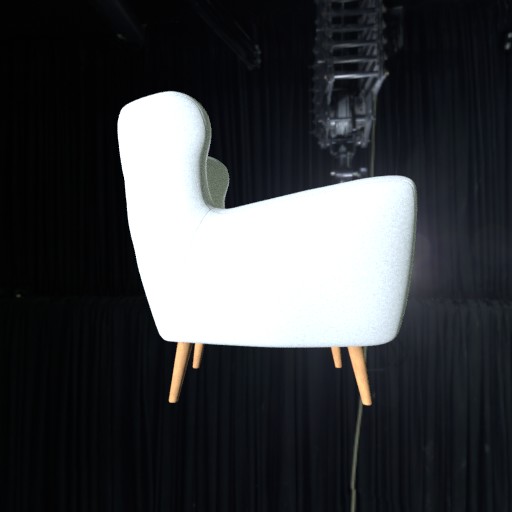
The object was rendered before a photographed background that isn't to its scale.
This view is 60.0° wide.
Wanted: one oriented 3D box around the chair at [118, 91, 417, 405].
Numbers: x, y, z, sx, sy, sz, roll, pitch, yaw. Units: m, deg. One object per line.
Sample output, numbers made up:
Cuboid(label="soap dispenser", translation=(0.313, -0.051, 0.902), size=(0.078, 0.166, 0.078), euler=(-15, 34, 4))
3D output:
Cuboid(label="chair", translation=(0.000, 0.000, 1.572), size=(0.889, 0.889, 0.890), euler=(0, -2, 1))
